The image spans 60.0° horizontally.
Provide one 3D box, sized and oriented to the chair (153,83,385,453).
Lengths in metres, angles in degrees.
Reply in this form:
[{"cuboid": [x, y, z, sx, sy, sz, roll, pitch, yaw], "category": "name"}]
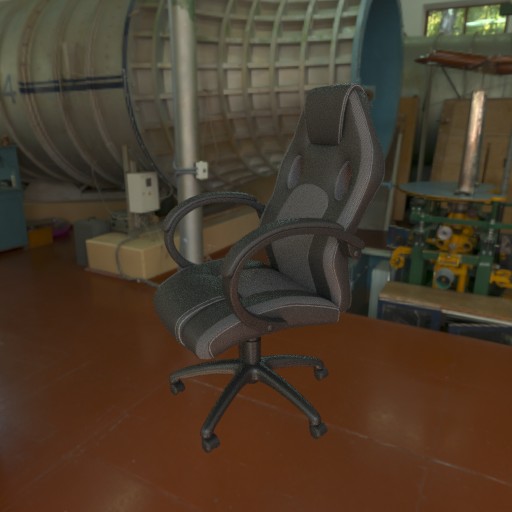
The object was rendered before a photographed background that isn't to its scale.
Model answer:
[{"cuboid": [0.000, 0.000, 1.614, 0.724, 1.187, 0.673, -8, 19, -26], "category": "chair"}]
